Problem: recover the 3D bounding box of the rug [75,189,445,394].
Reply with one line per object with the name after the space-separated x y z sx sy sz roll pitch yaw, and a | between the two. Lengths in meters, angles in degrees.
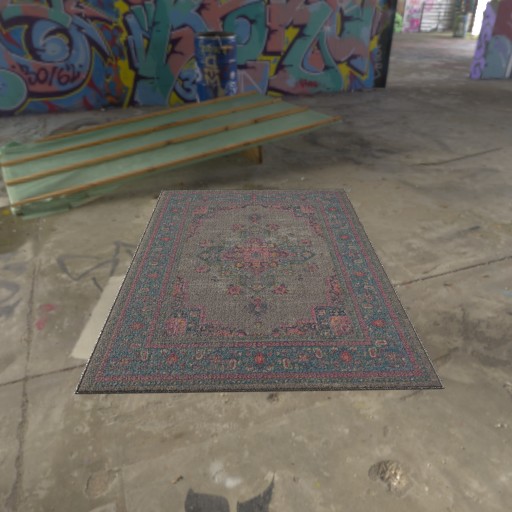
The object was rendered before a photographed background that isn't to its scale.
0.000 0.000 3.634 2.005 0.013 2.890 -1 30 -1 | rug
